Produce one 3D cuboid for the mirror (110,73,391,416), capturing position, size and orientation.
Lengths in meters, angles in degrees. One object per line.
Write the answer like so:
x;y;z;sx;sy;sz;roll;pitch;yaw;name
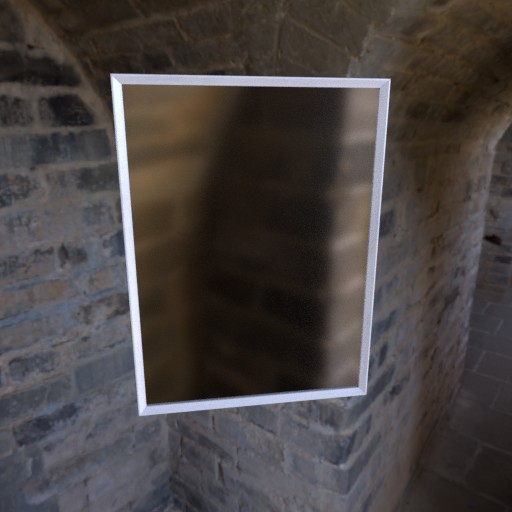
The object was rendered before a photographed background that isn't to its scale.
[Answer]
0.000;0.000;1.350;0.762;1.016;0.041;-2;16;-9;mirror
